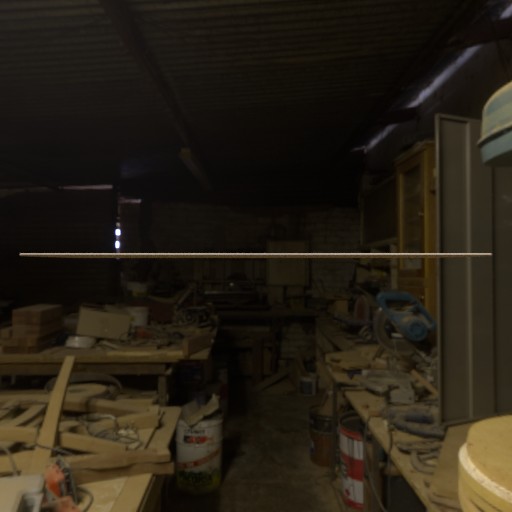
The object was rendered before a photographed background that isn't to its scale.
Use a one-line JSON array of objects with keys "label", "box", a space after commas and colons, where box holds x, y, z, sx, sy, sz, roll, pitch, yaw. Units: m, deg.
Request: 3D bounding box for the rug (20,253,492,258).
[{"label": "rug", "box": [0.000, 0.000, 2.662, 2.450, 0.014, 0.793, 0, -1, -1]}]
